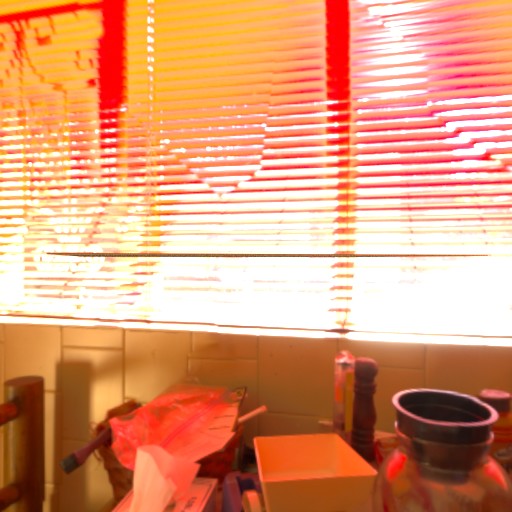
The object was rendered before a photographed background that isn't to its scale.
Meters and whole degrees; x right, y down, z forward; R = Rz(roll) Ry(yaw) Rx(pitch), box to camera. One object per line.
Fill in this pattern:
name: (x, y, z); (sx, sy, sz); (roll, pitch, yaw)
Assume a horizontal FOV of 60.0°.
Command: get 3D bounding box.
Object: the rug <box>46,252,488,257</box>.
rug: (0.000, 0.000, 2.321); (1.828, 0.007, 1.220); (0, -1, -17)
